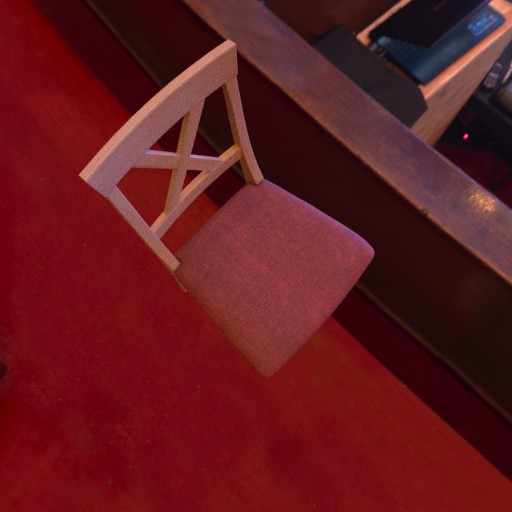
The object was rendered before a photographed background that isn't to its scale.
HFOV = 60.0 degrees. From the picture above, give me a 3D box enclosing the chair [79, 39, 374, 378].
[{"bbox_3d":[0.000,0.000,1.176,0.492,0.912,0.439,41,78,10],"label":"chair"}]
